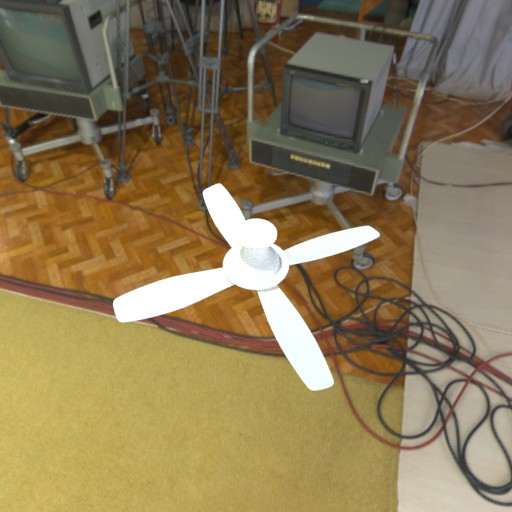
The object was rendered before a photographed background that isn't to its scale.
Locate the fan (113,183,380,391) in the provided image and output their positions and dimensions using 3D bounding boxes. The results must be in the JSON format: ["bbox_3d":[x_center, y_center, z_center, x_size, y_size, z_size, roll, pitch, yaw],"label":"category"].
[{"bbox_3d":[0.000,0.000,2.600,1.693,0.382,1.694,-17,49,-15],"label":"fan"}]
